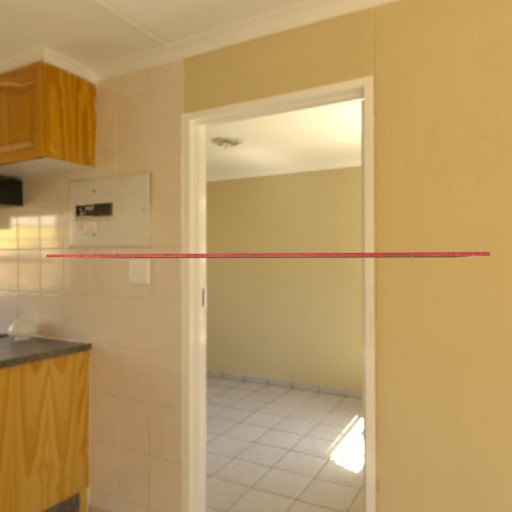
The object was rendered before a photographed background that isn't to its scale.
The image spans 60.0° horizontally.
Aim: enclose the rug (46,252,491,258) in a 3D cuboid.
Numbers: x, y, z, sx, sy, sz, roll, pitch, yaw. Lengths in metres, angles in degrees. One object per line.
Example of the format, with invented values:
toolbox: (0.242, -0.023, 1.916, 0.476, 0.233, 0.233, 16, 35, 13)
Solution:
rug: (0.000, 0.000, 2.712, 2.439, 0.018, 0.813, 0, -1, 18)
